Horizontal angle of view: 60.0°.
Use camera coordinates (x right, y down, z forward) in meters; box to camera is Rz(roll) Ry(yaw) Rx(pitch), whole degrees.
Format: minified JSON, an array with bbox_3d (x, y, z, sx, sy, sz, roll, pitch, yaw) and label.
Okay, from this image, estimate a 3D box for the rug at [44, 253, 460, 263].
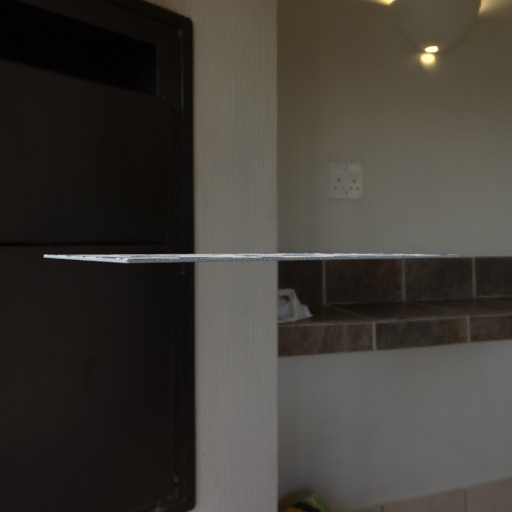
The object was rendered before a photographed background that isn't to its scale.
[{"bbox_3d":[0.000,0.000,2.335,1.829,0.014,1.235,-1,1,-36],"label":"rug"}]
